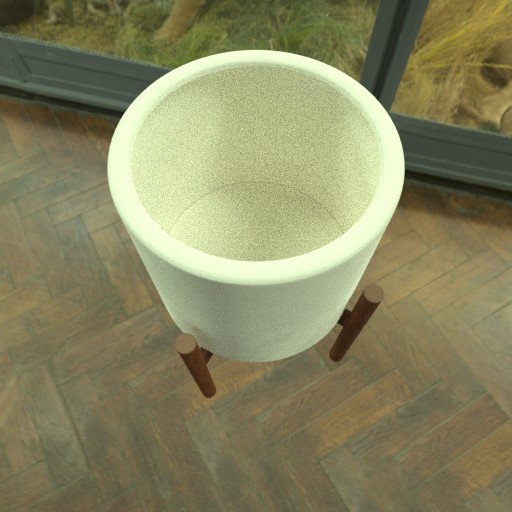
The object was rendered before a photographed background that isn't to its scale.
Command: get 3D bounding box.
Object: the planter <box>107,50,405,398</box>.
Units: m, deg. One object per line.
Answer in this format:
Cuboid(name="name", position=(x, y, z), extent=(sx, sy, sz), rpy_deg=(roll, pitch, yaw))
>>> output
Cuboid(name="planter", position=(0.000, 0.000, 0.493), extent=(0.224, 0.358, 0.224), rpy_deg=(-14, 64, -7))
